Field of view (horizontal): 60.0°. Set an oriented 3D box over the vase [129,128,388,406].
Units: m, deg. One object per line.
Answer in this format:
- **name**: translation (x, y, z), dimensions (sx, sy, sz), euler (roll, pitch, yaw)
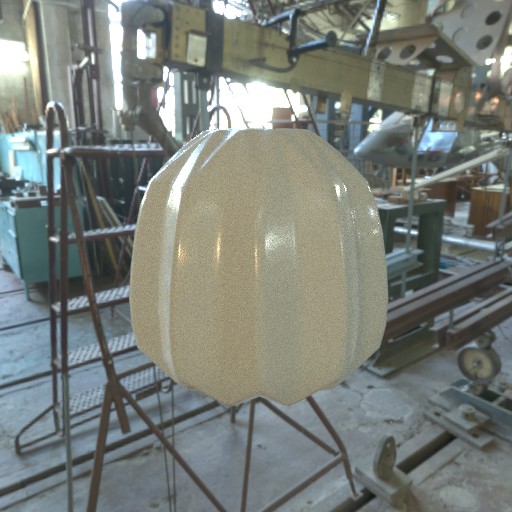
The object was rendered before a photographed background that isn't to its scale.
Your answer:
- **vase**: translation (0.000, 0.000, 0.243), dimensions (0.139, 0.134, 0.139), euler (0, 15, 0)
